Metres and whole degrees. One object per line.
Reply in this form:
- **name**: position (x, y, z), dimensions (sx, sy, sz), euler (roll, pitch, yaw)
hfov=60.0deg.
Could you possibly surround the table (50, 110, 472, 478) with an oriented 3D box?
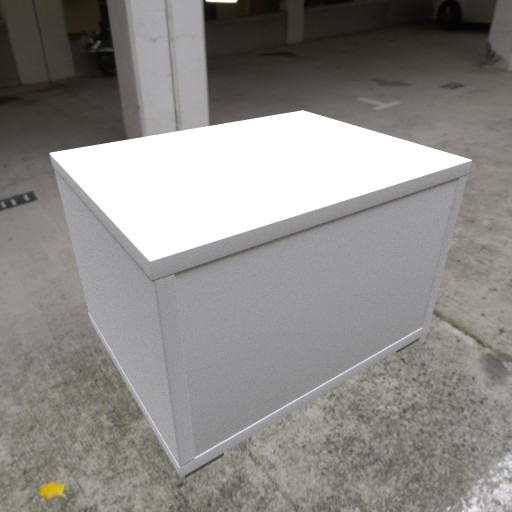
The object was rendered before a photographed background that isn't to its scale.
- **table**: position (0.000, 0.000, 0.774), dimensions (0.517, 0.357, 0.399), euler (-19, 36, -29)
